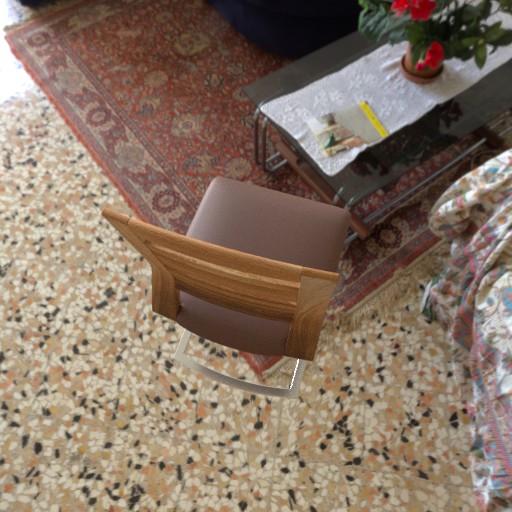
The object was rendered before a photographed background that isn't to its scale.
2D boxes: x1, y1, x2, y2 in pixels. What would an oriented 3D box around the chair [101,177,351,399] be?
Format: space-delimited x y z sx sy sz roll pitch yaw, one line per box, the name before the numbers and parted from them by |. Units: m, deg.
chair | 0.000 0.000 1.244 0.460 0.970 0.570 16 64 8
